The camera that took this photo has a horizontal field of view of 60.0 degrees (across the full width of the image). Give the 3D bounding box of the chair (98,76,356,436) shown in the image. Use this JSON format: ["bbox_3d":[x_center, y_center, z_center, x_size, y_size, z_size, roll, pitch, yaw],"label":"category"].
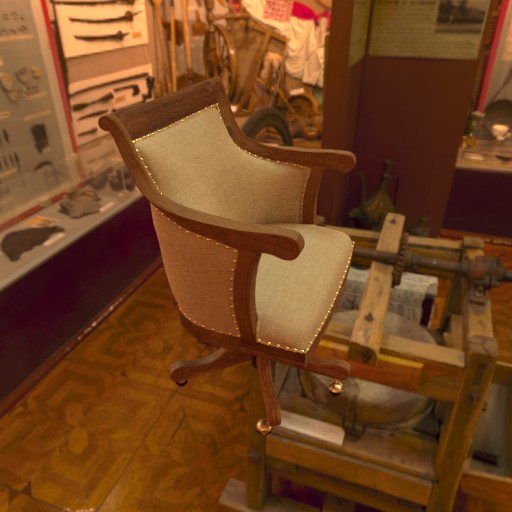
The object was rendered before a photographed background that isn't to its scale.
[{"bbox_3d":[0.000,0.000,1.419,0.689,0.965,0.656,12,33,19],"label":"chair"}]
